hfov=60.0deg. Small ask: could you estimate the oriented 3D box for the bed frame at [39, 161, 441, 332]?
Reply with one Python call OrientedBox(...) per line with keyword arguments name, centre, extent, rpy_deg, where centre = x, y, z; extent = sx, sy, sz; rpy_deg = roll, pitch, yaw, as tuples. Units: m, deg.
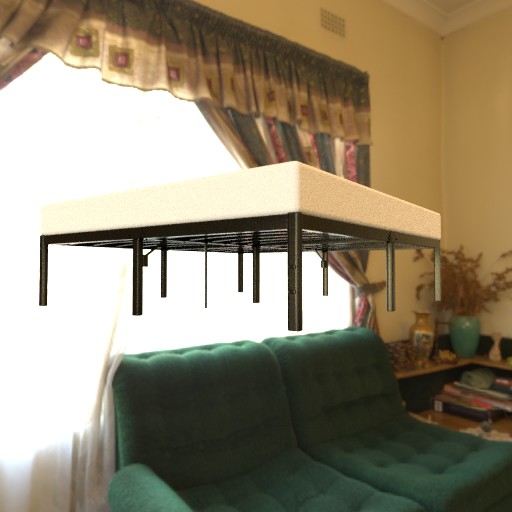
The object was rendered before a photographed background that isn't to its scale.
OrientedBox(name="bed frame", centre=(0.000, 0.000, 3.098), extent=(1.963, 0.659, 2.079), rpy_deg=(-1, -2, 37))
